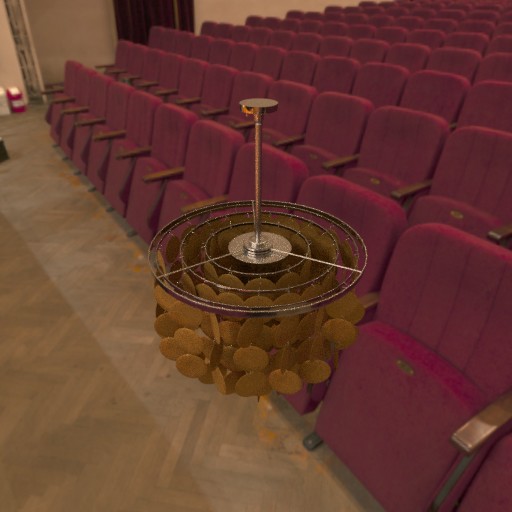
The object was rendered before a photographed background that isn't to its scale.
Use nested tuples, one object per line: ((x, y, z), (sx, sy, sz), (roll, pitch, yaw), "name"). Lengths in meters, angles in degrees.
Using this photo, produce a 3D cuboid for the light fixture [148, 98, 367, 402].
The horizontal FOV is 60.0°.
((0.000, 0.000, 0.738), (0.368, 0.492, 0.368), (0, 31, 0), "light fixture")
